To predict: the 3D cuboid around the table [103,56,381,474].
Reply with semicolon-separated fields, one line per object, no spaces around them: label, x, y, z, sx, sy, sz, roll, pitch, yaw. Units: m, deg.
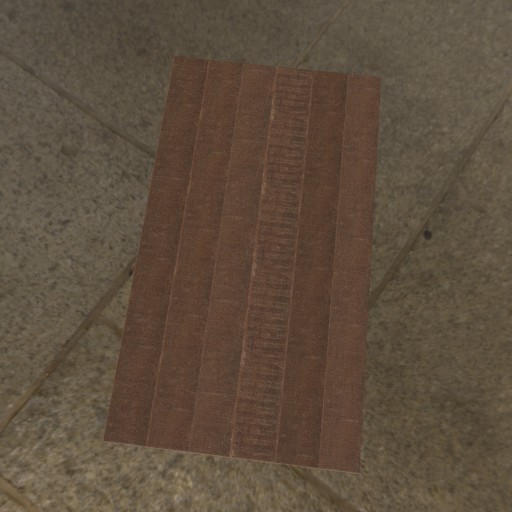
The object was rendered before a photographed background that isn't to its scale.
table;0.000;0.000;1.748;0.800;0.440;1.400;6;76;2
